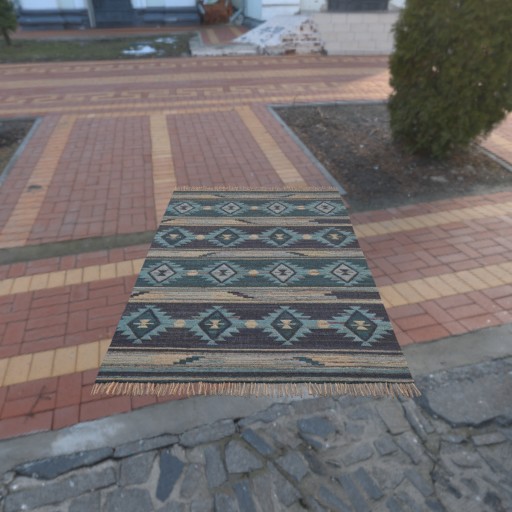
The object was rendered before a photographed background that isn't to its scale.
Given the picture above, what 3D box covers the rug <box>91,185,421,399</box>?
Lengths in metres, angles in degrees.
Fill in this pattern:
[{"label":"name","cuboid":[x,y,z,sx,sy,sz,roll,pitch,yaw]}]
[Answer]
[{"label":"rug","cuboid":[0.000,0.000,2.391,1.181,0.028,1.936,0,31,0]}]
